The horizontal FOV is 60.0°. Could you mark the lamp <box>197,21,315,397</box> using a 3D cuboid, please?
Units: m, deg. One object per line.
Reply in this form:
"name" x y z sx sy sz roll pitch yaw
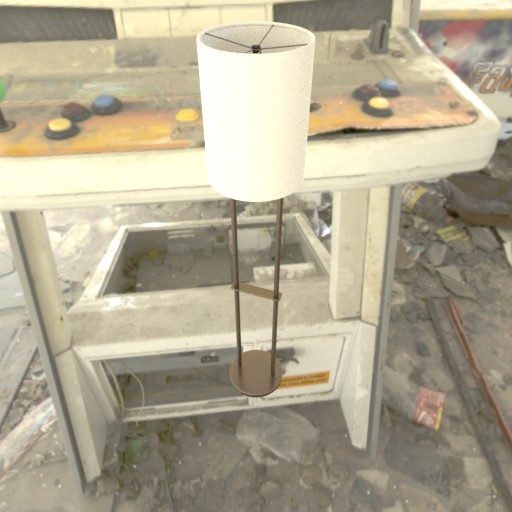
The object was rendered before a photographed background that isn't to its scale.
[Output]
"lamp" 0.000 0.000 1.634 0.306 1.500 0.305 13 43 15
